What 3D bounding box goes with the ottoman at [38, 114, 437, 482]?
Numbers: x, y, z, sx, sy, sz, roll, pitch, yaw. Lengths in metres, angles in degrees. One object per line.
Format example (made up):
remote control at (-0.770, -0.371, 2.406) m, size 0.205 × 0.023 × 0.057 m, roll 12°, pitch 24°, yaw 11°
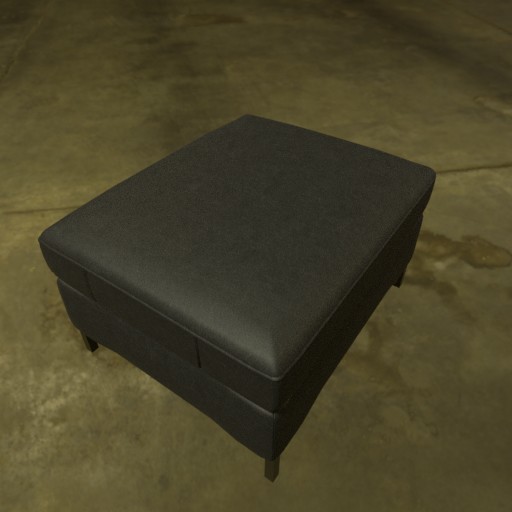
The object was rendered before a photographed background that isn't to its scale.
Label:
ottoman at (0.000, 0.000, 1.776) m, size 0.967 × 0.696 × 1.187 m, roll 25°, pitch 47°, yaw 26°
